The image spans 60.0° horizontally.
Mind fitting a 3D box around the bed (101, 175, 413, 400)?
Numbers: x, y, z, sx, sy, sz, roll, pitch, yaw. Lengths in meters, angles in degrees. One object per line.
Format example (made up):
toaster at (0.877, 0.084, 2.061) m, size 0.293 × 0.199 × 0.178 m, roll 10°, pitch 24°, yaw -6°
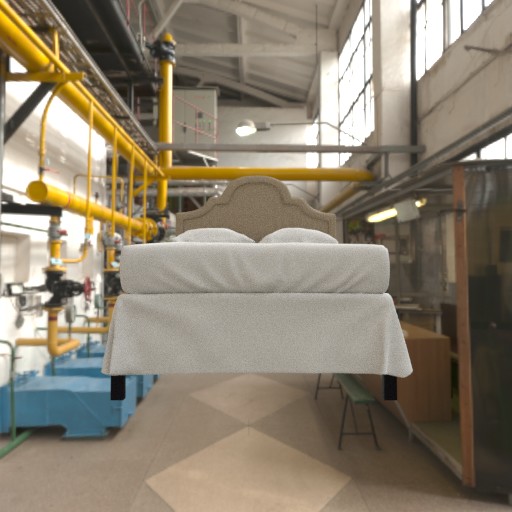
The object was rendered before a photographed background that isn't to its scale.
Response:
bed at (0.000, 0.000, 3.445) m, size 1.780 × 1.634 × 2.222 m, roll 0°, pitch -1°, yaw 0°
